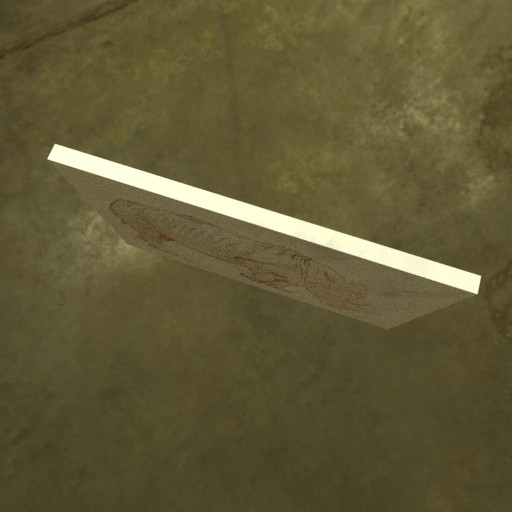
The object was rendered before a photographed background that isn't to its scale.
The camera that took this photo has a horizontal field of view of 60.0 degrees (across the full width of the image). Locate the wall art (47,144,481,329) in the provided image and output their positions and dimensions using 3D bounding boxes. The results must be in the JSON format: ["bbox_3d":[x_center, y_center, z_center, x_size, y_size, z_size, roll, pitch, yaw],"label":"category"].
[{"bbox_3d":[0.000,0.000,1.194,0.915,0.610,0.038,18,75,5],"label":"wall art"}]
